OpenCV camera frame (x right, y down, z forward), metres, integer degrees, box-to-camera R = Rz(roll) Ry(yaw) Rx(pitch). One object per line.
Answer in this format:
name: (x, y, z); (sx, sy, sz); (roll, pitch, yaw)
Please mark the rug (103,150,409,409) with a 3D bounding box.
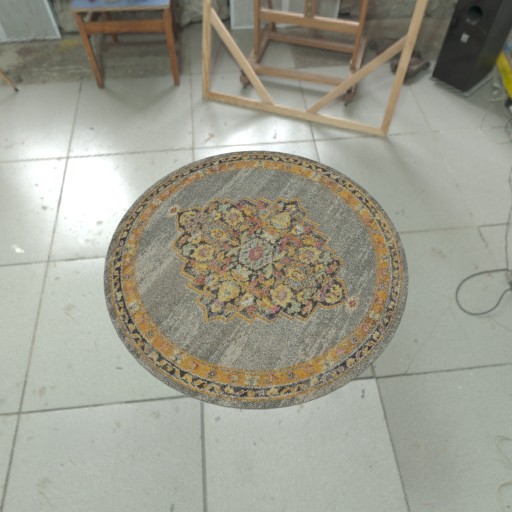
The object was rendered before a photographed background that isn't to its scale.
rug: (0.000, 0.000, 3.521); (2.382, 0.014, 2.382); (0, 57, 0)
